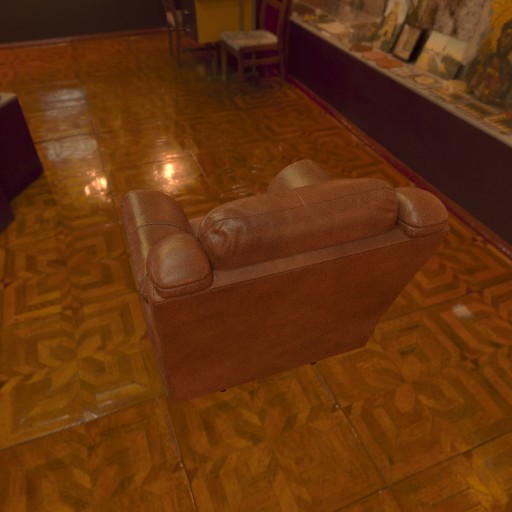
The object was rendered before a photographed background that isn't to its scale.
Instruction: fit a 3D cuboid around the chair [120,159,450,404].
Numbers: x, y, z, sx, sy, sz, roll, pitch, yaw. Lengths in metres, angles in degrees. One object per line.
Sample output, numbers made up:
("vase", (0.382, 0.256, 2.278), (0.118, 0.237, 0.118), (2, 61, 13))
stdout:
("chair", (0.000, 0.000, 1.850), (0.990, 1.093, 1.041), (-13, 43, -15))
